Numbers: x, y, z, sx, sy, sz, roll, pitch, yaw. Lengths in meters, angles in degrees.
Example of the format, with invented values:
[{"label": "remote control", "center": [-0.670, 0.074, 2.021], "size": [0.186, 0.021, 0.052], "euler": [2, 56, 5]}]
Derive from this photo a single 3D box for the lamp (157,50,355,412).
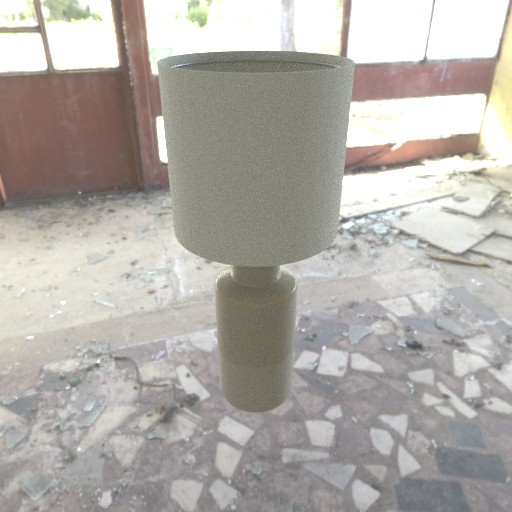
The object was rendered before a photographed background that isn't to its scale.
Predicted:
[{"label": "lamp", "center": [0.000, 0.000, 0.605], "size": [0.212, 0.493, 0.212], "euler": [10, 31, 16]}]
